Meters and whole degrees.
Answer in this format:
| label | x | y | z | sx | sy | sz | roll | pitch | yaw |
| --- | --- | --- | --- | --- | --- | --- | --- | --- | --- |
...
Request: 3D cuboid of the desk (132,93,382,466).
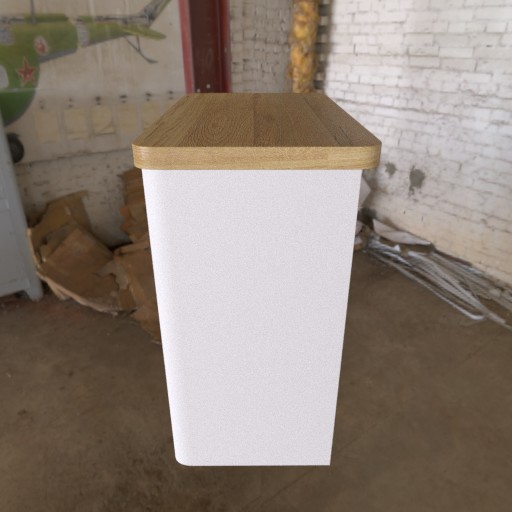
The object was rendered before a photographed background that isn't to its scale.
| label | x | y | z | sx | sy | sz | roll | pitch | yaw |
| --- | --- | --- | --- | --- | --- | --- | --- | --- | --- |
| desk | 0.000 | 0.000 | 1.260 | 0.440 | 0.790 | 0.760 | 0 | 27 | 0 |
